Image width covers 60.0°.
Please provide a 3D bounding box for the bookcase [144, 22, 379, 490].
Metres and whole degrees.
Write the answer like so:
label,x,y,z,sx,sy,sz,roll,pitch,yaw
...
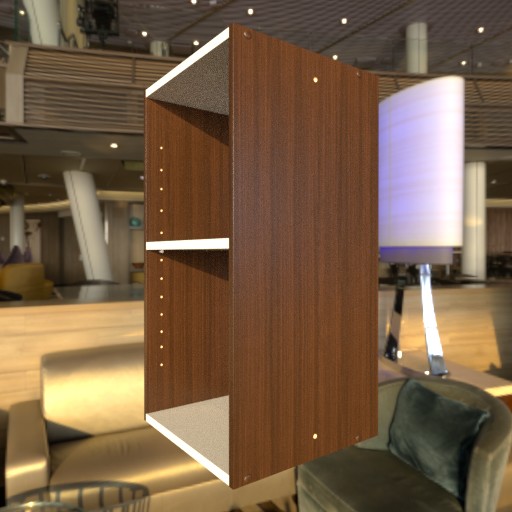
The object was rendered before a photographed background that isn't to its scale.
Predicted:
label,x,y,z,sx,sy,sz,roll,pitch,yaw
bookcase,0.000,0.000,0.774,0.290,0.600,0.300,0,0,-36
